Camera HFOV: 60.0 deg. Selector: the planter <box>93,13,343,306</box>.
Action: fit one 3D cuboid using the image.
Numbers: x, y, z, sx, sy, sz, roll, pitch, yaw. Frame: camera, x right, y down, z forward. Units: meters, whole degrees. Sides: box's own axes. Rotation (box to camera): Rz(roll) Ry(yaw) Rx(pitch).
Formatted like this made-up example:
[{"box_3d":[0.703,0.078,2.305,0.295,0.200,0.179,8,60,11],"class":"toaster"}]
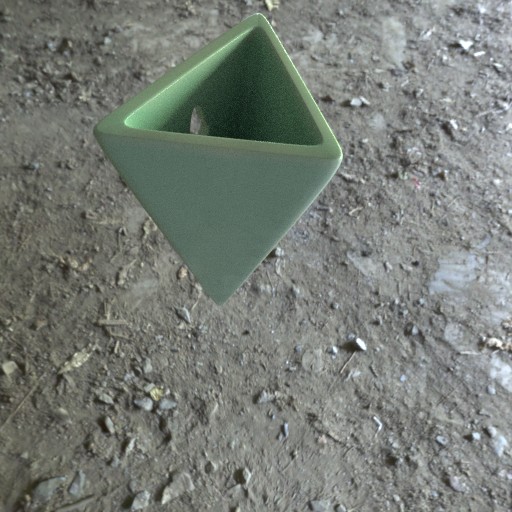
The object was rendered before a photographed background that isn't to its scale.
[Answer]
[{"box_3d":[0.000,0.000,0.211,0.064,0.178,0.080,33,63,19],"class":"planter"}]
